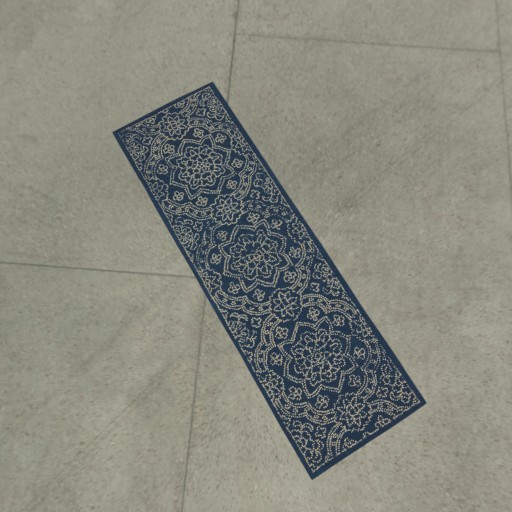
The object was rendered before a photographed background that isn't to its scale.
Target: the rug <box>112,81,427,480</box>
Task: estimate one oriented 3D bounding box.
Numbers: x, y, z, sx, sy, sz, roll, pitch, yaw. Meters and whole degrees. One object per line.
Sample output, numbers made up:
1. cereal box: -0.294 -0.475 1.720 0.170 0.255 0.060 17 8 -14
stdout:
1. rug: 0.000 0.000 2.703 0.769 0.012 2.448 -30 76 -8
